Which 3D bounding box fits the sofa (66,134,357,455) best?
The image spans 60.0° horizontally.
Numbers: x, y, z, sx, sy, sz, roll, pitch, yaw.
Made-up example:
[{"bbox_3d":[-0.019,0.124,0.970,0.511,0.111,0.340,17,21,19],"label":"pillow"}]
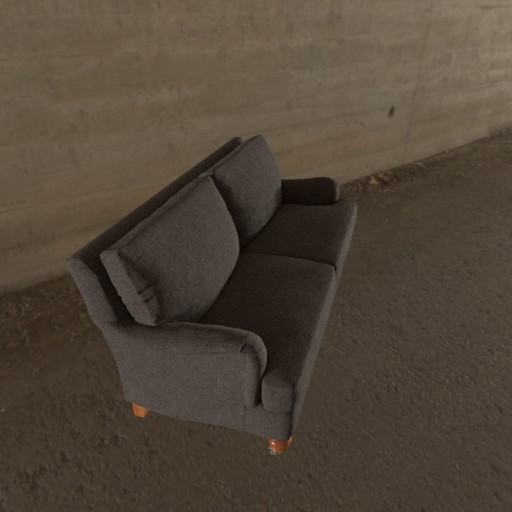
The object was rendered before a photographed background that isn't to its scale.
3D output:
[{"bbox_3d":[0.000,0.000,2.863,1.087,1.054,2.160,9,31,16],"label":"sofa"}]
